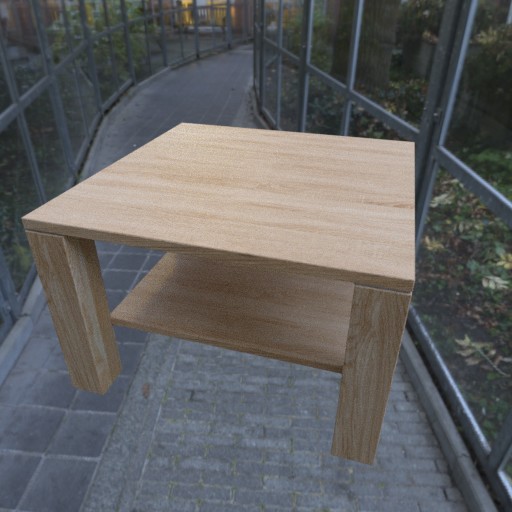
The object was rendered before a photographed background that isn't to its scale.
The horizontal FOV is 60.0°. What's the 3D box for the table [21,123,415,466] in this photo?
[{"bbox_3d":[0.000,0.000,1.137,0.700,0.450,0.700,9,33,14],"label":"table"}]
